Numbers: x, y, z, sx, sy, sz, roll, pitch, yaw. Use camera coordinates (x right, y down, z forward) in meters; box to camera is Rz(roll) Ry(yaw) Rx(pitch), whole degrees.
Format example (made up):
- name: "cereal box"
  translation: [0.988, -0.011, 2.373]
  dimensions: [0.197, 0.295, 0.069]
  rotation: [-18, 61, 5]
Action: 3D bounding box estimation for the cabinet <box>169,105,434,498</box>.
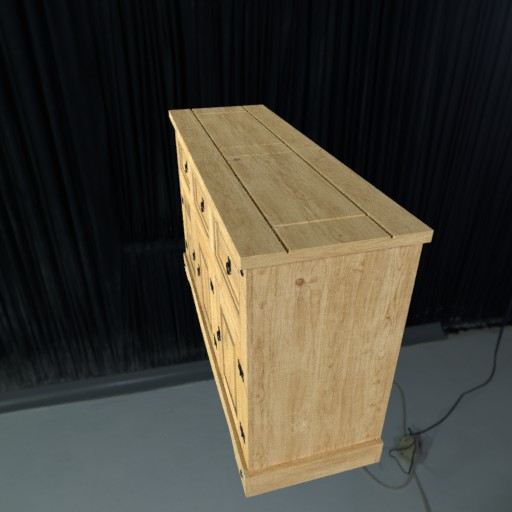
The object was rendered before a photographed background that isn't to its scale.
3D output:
- name: "cabinet"
  translation: [0.000, 0.000, 1.665]
  dimensions: [0.432, 0.810, 1.321]
  rotation: [-8, 31, -13]
